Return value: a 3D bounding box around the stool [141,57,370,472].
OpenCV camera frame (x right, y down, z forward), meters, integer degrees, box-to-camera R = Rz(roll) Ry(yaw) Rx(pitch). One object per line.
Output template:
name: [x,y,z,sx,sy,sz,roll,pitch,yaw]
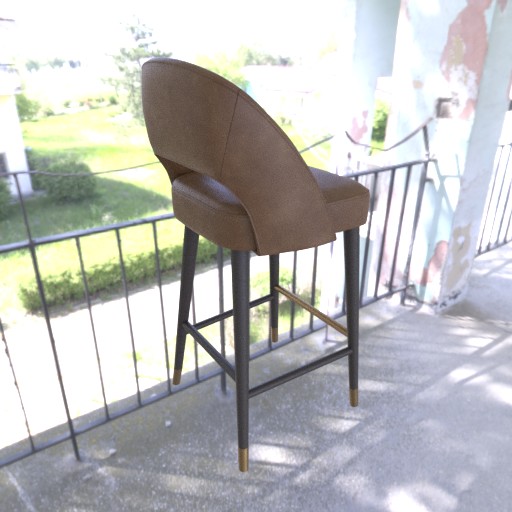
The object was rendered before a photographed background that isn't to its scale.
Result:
stool: [0.000,0.000,1.264,0.509,1.037,0.494,-16,29,-31]
